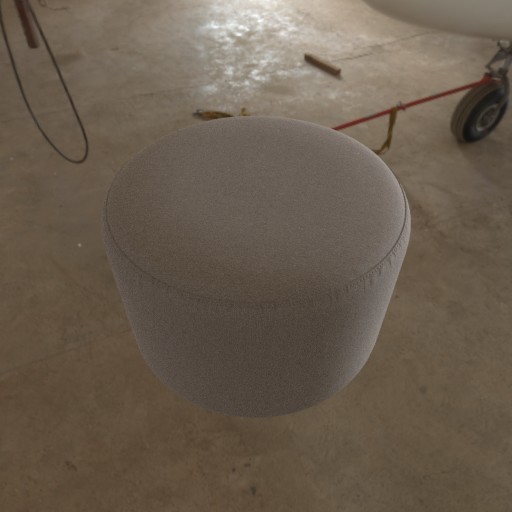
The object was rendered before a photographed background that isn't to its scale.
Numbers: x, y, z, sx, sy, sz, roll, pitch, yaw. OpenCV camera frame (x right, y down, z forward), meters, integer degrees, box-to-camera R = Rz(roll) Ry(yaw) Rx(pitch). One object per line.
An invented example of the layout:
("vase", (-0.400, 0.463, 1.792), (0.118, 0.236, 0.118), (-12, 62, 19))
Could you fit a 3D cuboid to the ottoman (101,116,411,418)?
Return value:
("ottoman", (0.000, 0.000, 1.002), (0.608, 0.433, 0.608), (0, 45, 0))
